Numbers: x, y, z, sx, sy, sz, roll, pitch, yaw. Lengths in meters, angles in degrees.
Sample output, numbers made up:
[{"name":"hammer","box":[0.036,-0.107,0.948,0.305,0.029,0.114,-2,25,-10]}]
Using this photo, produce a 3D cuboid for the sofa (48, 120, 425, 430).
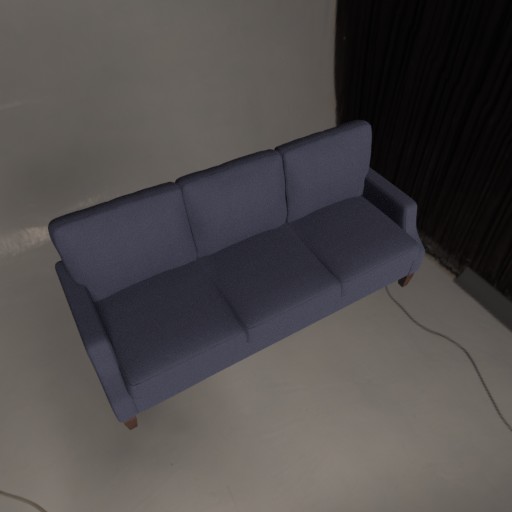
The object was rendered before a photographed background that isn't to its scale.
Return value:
[{"name":"sofa","box":[0.000,0.000,2.664,2.115,0.984,0.888,-23,50,-21]}]
